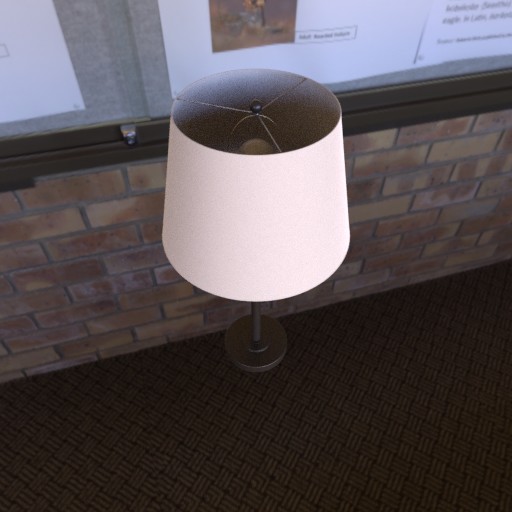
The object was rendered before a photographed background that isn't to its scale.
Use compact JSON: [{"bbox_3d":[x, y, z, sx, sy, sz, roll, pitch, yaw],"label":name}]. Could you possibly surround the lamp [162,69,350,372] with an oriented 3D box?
[{"bbox_3d":[0.000,0.000,0.928,0.363,0.696,0.363,0,47,0],"label":"lamp"}]
